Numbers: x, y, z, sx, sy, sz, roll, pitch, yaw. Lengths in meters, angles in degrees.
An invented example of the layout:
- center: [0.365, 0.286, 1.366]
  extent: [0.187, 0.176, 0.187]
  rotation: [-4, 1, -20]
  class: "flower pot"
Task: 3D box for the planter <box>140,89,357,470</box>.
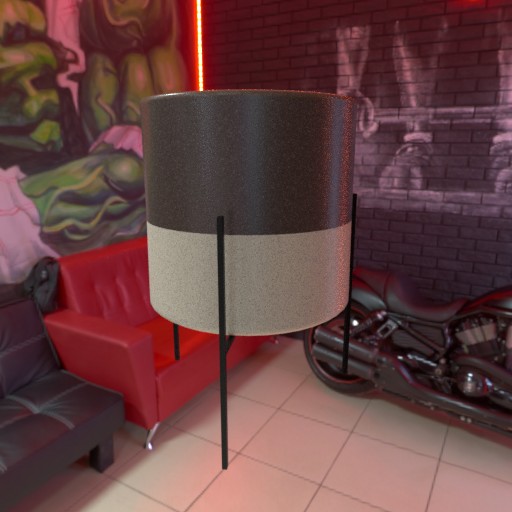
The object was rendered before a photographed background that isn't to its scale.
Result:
- center: [0.000, 0.000, 0.538]
  extent: [0.260, 0.353, 0.250]
  rotation: [-7, 16, -27]
  class: "planter"
